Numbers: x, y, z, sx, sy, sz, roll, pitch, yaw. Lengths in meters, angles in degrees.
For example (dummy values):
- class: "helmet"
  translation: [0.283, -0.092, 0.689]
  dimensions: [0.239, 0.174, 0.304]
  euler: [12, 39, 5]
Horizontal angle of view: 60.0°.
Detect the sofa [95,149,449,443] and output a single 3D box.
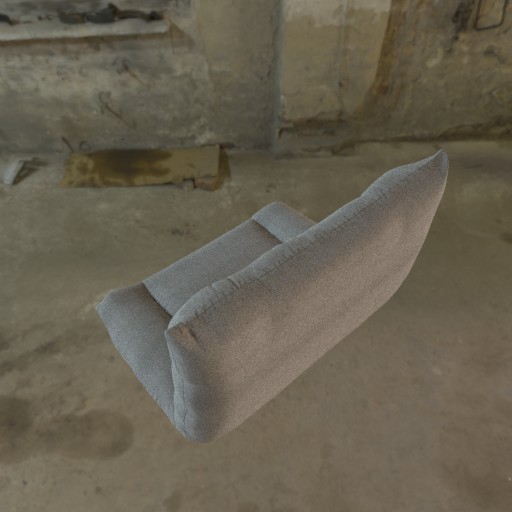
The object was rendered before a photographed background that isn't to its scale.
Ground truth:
- class: "sofa"
  translation: [0.000, 0.000, 1.717]
  dimensions: [1.144, 0.795, 0.847]
  euler: [-32, 54, -27]
